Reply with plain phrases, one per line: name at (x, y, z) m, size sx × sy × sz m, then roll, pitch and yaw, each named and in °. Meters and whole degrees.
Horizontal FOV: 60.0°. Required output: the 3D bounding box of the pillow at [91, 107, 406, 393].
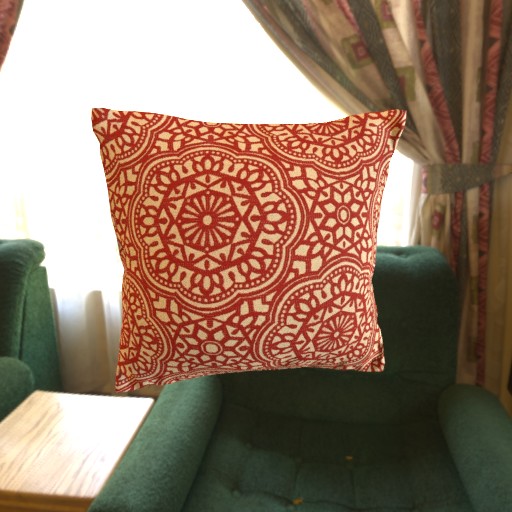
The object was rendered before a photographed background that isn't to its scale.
pillow at (0.000, 0.000, 0.660) m, size 0.438 × 0.419 × 0.162 m, roll -2°, pitch 15°, yaw -9°
